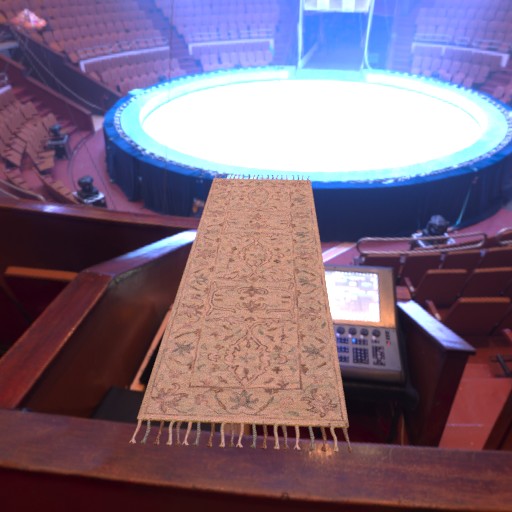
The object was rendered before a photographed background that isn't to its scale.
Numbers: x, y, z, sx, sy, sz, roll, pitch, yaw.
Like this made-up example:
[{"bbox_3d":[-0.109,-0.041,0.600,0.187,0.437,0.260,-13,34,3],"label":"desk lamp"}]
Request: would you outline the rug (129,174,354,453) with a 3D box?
[{"bbox_3d":[0.000,0.000,2.535,0.769,0.013,2.440,1,32,2],"label":"rug"}]
